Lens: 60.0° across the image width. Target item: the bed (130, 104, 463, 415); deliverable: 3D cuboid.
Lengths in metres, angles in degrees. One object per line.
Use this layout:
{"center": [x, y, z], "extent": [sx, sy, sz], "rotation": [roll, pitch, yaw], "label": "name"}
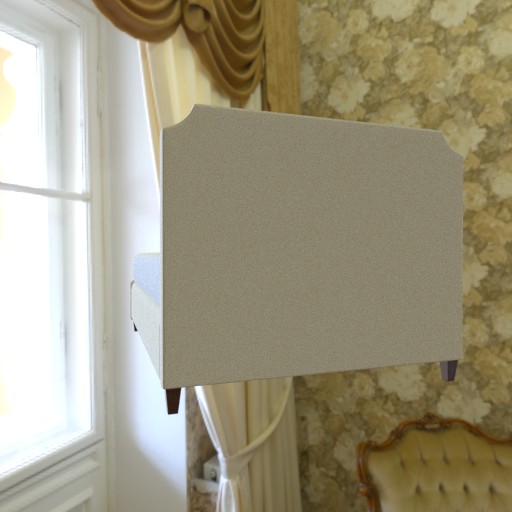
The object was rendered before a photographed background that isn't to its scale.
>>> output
{"center": [0.000, 0.000, 3.339], "extent": [1.703, 1.415, 2.329], "rotation": [0, 1, -19], "label": "bed"}
